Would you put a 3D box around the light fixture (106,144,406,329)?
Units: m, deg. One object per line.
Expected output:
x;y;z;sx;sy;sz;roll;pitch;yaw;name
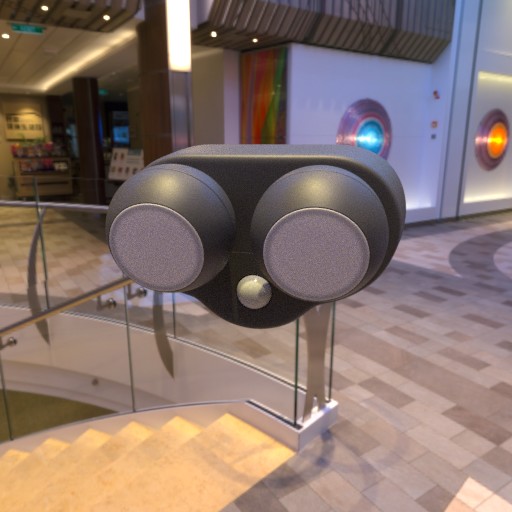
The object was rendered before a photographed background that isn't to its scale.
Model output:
0.000;0.000;0.327;0.229;0.159;0.159;3;14;10;light fixture
